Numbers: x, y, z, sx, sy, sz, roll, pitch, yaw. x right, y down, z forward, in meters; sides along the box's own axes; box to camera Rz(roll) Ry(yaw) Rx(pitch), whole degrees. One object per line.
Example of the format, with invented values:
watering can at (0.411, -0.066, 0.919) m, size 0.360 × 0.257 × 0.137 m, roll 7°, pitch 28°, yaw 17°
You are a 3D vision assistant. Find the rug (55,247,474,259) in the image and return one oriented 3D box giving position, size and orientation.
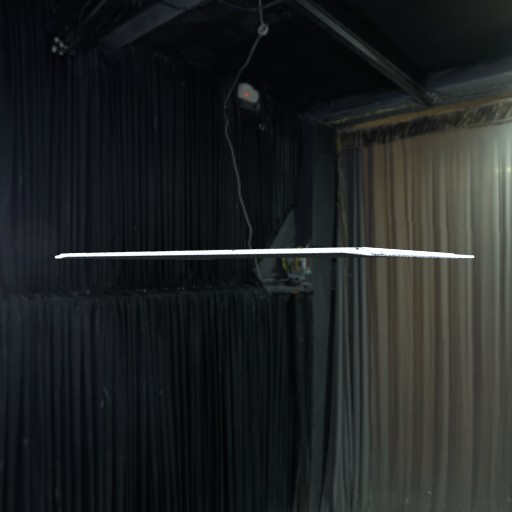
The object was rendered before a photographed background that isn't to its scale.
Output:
rug at (0.000, 0.000, 2.867) m, size 2.307 × 0.031 × 1.494 m, roll -1°, pitch -1°, yaw 36°
